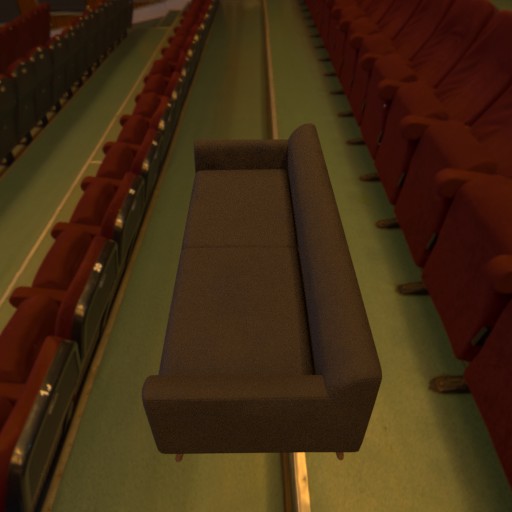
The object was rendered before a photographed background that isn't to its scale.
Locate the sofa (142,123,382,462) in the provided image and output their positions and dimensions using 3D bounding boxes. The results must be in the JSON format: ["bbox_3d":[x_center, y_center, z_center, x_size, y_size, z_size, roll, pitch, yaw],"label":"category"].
[{"bbox_3d":[0.000,0.000,2.633,0.900,0.740,2.190,0,40,-1],"label":"sofa"}]
